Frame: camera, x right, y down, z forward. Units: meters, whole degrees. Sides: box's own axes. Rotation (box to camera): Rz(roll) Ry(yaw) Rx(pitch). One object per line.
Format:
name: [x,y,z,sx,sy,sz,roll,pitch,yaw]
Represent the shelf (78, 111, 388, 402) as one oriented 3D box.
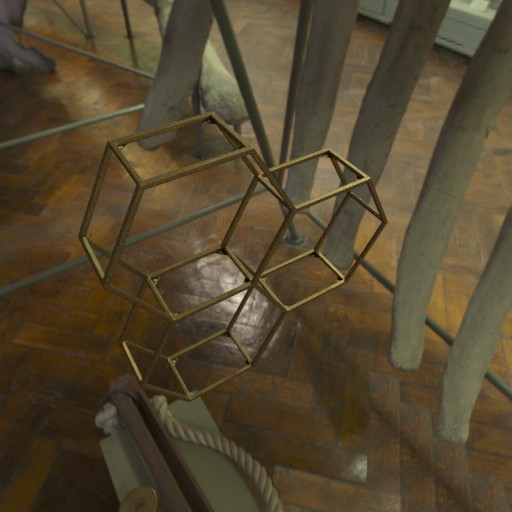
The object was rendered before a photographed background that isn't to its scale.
shelf: [0.000,0.000,1.057,0.708,0.701,0.150,-24,50,-22]
